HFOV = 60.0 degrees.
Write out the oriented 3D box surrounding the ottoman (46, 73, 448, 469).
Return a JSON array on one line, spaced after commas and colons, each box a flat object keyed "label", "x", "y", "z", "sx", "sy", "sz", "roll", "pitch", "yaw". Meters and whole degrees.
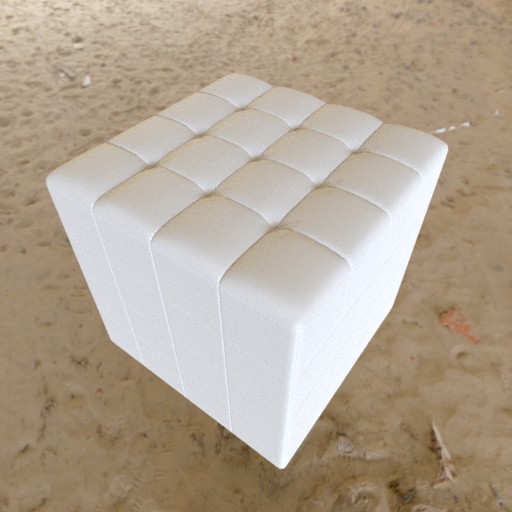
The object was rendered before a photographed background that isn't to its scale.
[{"label": "ottoman", "x": 0.000, "y": 0.000, "z": 0.786, "sx": 0.425, "sy": 0.432, "sz": 0.425, "roll": 28, "pitch": 52, "yaw": 25}]
